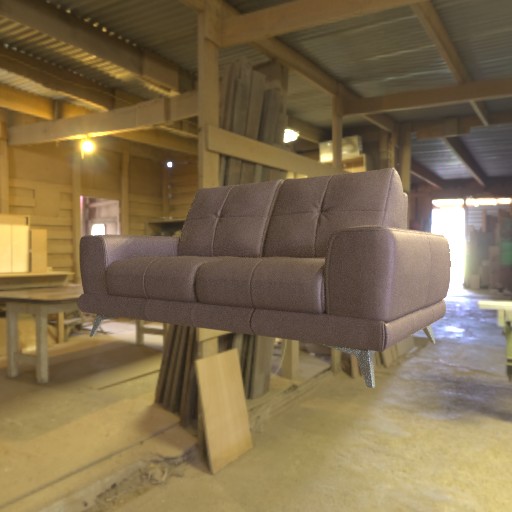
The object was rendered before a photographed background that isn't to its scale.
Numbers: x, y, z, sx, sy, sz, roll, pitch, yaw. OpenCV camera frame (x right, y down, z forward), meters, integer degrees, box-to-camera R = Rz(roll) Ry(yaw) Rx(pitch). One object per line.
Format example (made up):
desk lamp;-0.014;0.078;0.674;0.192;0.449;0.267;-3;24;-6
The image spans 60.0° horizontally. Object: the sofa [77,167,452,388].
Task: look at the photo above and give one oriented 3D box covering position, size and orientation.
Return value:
sofa;0.000;0.000;2.390;1.806;0.907;1.018;0;1;35
